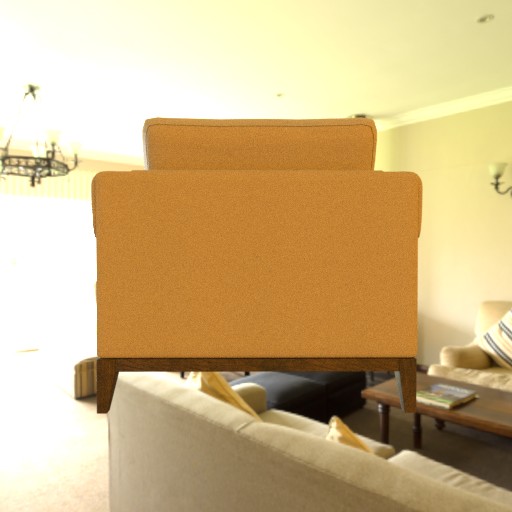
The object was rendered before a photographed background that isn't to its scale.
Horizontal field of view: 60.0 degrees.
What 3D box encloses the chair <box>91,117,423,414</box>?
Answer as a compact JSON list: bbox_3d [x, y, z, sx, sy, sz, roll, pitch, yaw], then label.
[{"bbox_3d":[0.000,0.000,1.673,0.914,0.838,0.959,0,1,0],"label":"chair"}]
